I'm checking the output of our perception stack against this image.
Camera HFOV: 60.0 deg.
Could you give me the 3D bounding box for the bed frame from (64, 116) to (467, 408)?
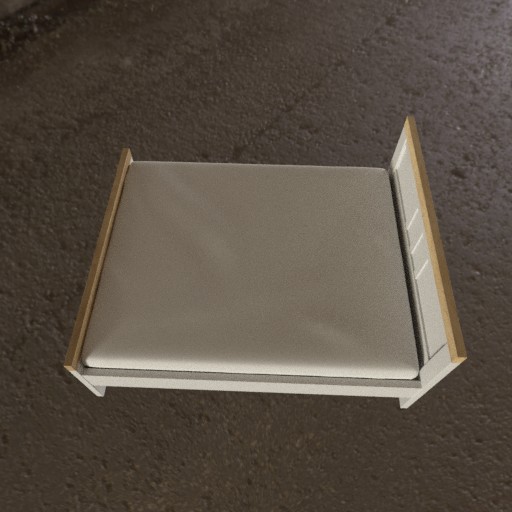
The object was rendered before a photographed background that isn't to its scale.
[{"bbox_3d":[0.000,0.000,2.957,2.050,0.980,1.670,2,58,1],"label":"bed frame"}]
